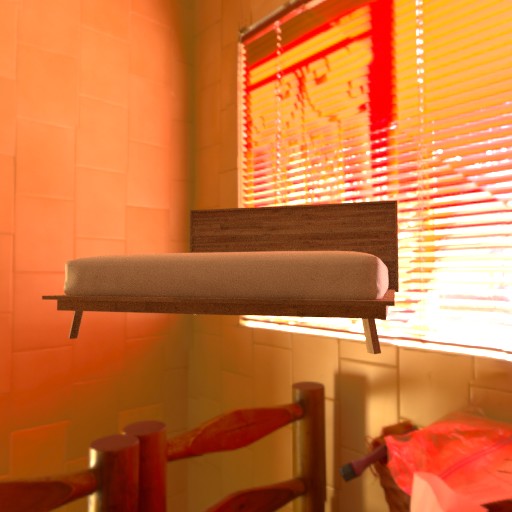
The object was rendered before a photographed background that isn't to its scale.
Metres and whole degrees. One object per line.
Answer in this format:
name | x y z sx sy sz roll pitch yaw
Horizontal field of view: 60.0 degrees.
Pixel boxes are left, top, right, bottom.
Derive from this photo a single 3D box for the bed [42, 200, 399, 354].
bed | 0.000 0.000 3.436 2.116 1.100 2.167 -1 -3 17
